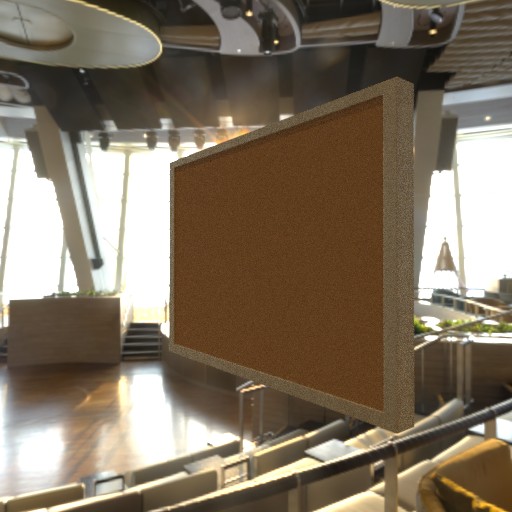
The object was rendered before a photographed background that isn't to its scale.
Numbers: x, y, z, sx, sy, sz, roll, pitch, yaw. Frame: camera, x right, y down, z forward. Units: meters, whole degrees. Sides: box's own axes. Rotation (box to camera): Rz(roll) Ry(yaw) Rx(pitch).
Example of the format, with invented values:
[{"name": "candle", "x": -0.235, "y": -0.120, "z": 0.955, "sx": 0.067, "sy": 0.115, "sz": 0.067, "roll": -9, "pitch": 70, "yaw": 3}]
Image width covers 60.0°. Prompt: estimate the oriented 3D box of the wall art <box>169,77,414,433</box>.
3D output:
[{"name": "wall art", "x": 0.000, "y": 0.000, "z": 0.692, "sx": 0.032, "sy": 0.380, "sz": 0.532, "roll": 0, "pitch": 0, "yaw": -38}]
